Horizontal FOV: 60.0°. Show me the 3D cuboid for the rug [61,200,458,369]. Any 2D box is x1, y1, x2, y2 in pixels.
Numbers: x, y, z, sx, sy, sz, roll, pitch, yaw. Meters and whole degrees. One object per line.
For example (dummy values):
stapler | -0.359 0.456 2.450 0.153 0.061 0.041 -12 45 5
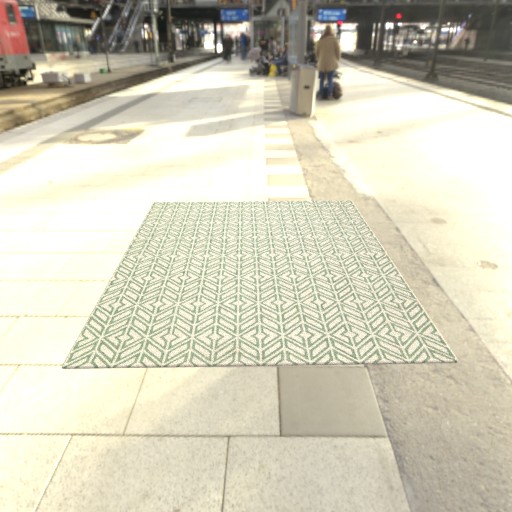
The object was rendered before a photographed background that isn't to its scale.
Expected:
rug | 0.000 0.000 4.077 2.441 0.017 3.050 -1 26 -1
